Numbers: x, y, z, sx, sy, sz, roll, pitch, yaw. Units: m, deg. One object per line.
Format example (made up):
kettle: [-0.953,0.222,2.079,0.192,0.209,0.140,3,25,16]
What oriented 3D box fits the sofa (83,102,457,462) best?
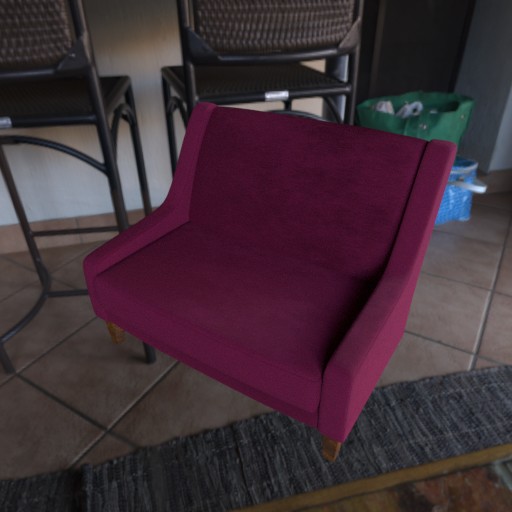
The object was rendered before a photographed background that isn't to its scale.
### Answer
sofa: [0.000,0.000,1.884,1.242,0.976,0.946,19,36,28]
